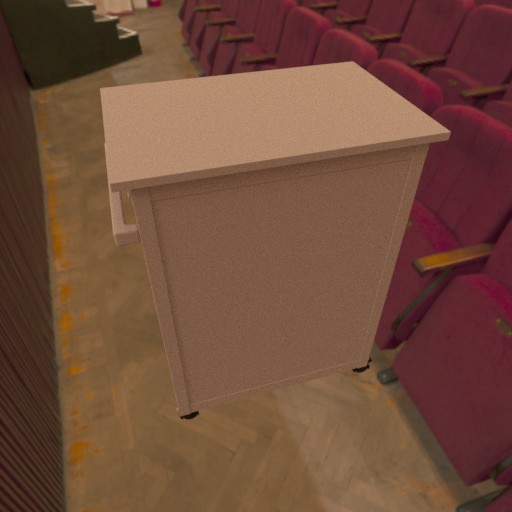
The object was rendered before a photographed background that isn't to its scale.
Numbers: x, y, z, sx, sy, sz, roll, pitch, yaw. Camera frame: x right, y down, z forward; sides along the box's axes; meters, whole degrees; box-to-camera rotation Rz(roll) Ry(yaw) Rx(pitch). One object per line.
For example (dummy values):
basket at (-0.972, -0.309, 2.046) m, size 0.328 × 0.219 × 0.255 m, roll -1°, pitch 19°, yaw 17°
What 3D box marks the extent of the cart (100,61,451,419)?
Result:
cart at (0.000, 0.000, 1.258) m, size 0.683 × 0.864 × 0.442 m, roll -11°, pitch 43°, yaw -12°
